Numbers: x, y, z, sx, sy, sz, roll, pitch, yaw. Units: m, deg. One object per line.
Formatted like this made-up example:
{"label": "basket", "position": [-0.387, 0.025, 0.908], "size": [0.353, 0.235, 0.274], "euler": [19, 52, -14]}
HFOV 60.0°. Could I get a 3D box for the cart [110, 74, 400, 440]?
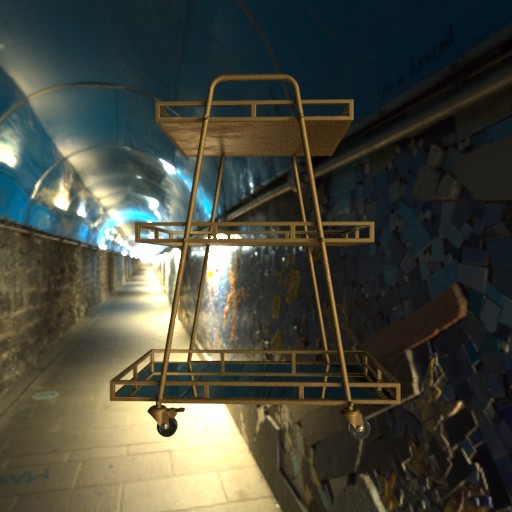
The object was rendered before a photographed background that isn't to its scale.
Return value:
{"label": "cart", "position": [0.000, 0.000, 1.276], "size": [0.711, 0.883, 0.441], "euler": [0, 0, 2]}
